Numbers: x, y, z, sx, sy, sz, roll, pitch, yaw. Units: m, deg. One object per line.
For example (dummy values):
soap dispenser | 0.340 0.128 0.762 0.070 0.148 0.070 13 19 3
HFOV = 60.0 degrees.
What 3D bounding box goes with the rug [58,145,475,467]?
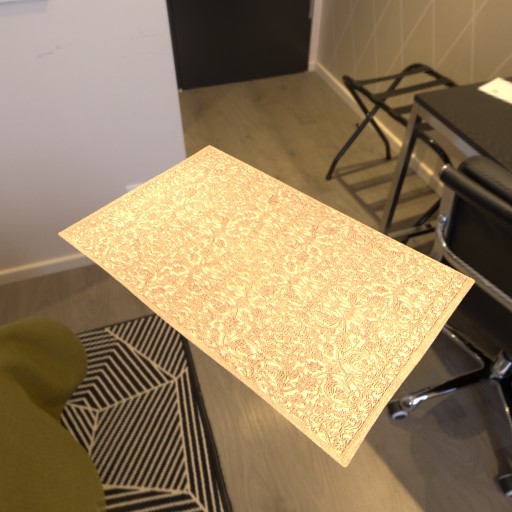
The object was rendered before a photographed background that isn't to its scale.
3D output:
rug | 0.000 0.000 3.017 2.435 0.012 1.529 32 54 27
